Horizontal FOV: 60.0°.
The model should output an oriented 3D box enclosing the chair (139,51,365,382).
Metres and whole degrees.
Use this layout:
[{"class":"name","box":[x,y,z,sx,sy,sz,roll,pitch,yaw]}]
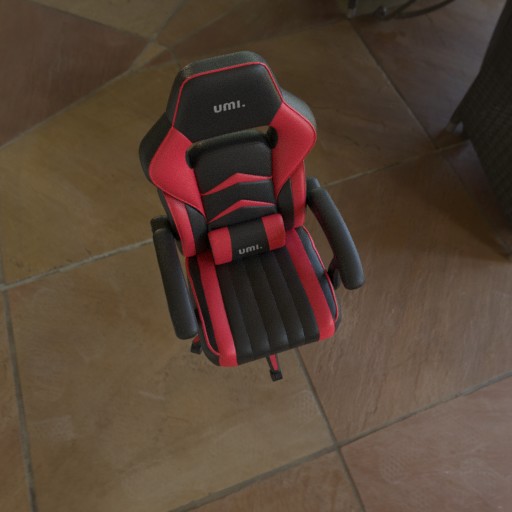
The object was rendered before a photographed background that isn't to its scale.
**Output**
[{"class":"chair","box":[0.000,0.000,1.613,0.700,1.220,0.700,-16,65,-8]}]
